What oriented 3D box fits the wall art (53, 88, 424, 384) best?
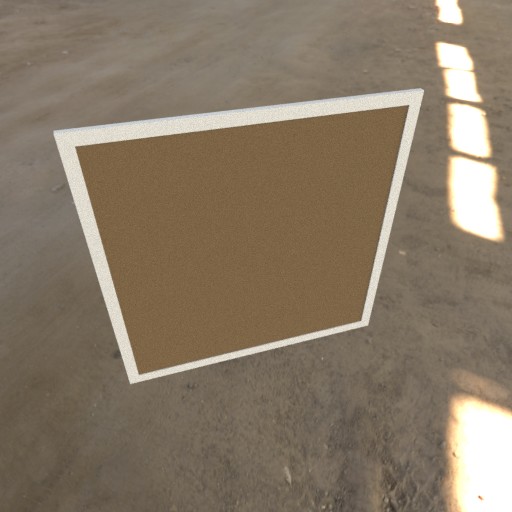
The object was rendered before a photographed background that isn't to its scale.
[{"bbox_3d":[0.000,0.000,1.201,0.812,0.812,0.015,-11,41,-13],"label":"wall art"}]
